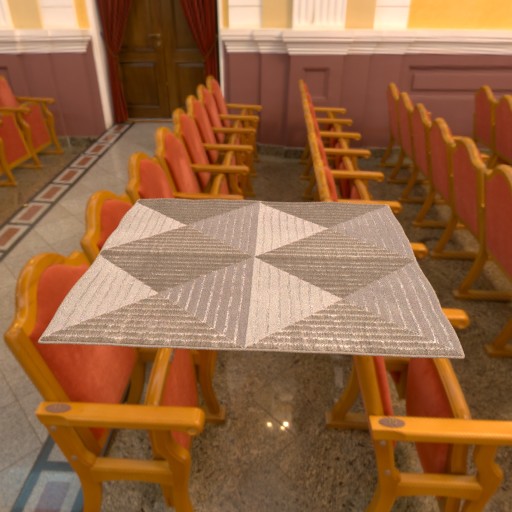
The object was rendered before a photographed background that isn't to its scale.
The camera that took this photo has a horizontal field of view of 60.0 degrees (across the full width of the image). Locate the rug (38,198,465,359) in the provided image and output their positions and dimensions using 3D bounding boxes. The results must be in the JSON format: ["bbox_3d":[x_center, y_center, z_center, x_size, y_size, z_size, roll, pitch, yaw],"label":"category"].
[{"bbox_3d":[0.000,0.000,0.890,0.642,0.008,0.551,2,31,3],"label":"rug"}]
